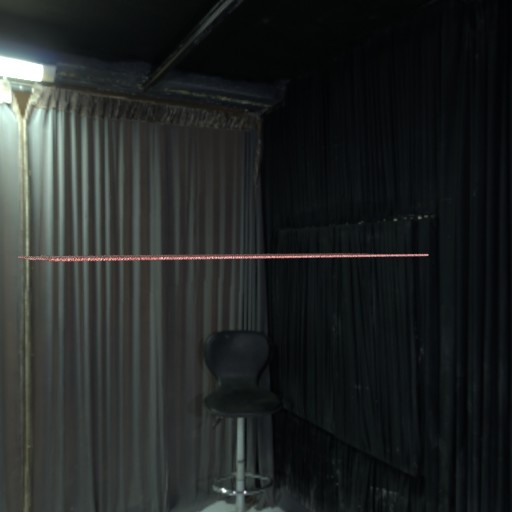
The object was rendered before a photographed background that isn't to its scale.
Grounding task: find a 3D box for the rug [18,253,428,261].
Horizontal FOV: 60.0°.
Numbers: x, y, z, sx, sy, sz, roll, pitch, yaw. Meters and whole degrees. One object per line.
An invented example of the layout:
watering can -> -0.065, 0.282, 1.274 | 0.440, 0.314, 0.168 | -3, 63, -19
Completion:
rug -> 0.000, 0.000, 2.507 | 2.307, 0.012, 0.687 | -1, 1, -36
